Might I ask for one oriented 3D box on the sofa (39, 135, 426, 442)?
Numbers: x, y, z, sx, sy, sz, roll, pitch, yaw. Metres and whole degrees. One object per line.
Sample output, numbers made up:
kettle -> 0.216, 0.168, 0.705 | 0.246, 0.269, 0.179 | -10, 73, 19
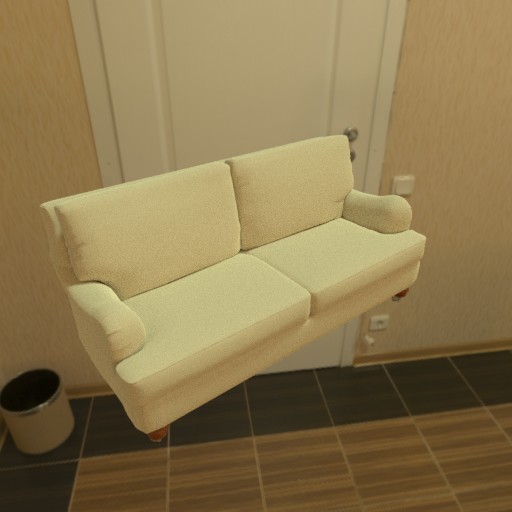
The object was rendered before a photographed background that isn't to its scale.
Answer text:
sofa -> 0.000, 0.000, 2.743 | 2.159, 1.087, 1.086 | -22, 37, -32
